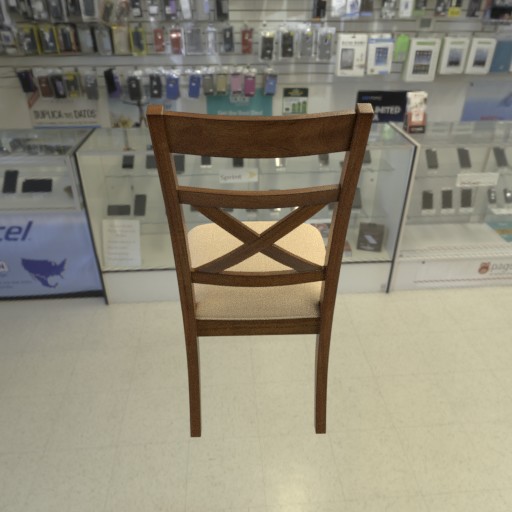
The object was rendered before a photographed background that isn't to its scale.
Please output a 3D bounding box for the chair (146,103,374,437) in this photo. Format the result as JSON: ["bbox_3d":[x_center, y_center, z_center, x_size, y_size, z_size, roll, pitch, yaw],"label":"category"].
[{"bbox_3d":[0.000,0.000,1.268,0.461,0.949,0.581,-1,31,-2],"label":"chair"}]
